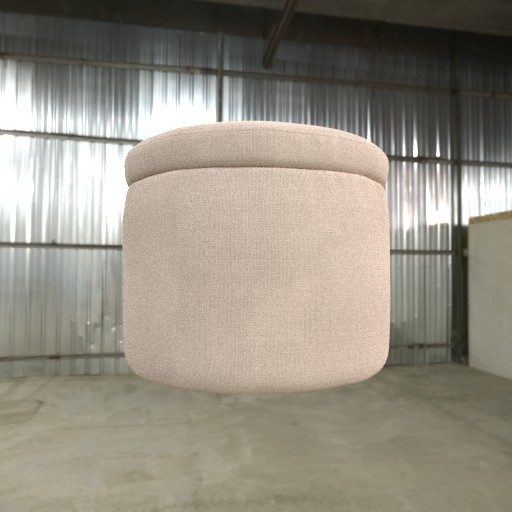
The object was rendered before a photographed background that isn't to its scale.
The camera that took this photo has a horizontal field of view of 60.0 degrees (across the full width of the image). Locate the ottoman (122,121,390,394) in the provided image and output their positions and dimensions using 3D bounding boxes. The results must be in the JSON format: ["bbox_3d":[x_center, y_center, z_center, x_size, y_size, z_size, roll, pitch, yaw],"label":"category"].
[{"bbox_3d":[0.000,0.000,0.858,0.497,0.409,0.497,0,-1,0],"label":"ottoman"}]
